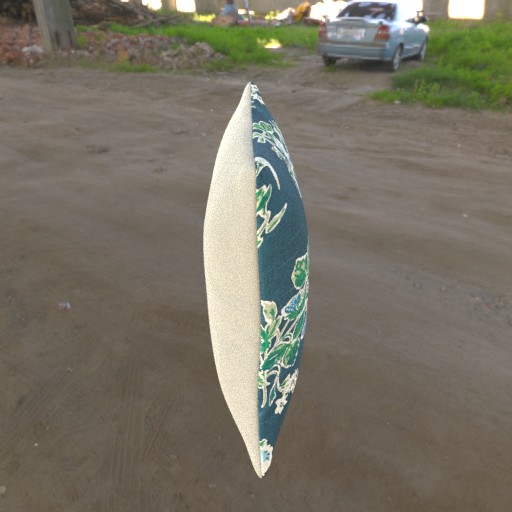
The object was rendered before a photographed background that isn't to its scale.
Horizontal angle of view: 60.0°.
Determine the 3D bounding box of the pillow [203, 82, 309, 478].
[{"bbox_3d":[0.000,0.000,0.794,0.166,0.508,0.525,-1,30,-1],"label":"pillow"}]
